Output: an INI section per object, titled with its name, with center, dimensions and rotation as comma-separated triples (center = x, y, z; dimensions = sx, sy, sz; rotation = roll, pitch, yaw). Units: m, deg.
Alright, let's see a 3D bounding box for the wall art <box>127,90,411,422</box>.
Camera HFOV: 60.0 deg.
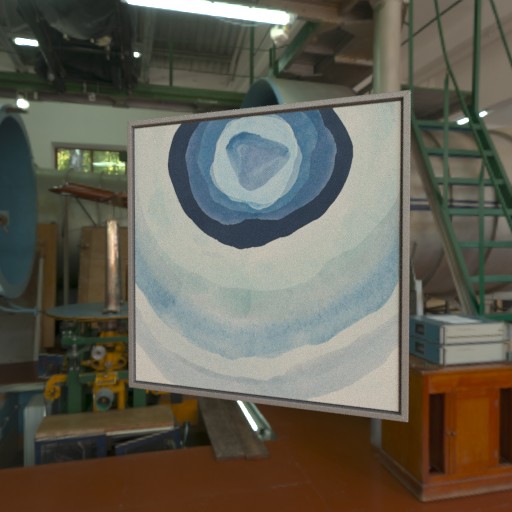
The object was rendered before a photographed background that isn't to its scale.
[wall art]
center = 0.000, 0.000, 0.533
dimensions = 0.349, 0.349, 0.028
rotation = 0, 1, 20
